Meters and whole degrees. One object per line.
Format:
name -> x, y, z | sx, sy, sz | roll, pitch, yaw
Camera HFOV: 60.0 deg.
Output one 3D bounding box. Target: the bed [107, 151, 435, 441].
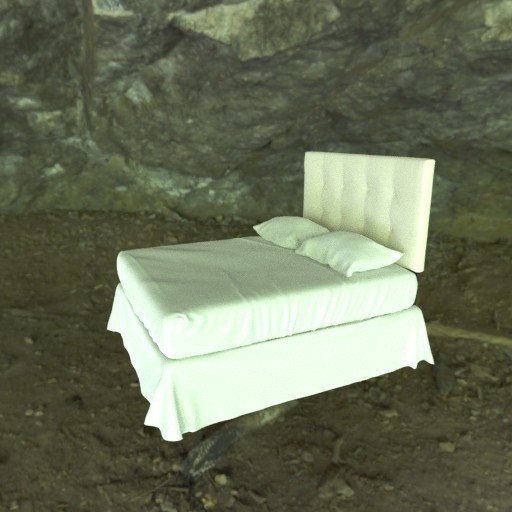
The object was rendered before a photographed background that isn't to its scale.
bed -> 0.000, 0.000, 3.603 | 2.222, 1.577, 1.936 | -7, 17, -25
